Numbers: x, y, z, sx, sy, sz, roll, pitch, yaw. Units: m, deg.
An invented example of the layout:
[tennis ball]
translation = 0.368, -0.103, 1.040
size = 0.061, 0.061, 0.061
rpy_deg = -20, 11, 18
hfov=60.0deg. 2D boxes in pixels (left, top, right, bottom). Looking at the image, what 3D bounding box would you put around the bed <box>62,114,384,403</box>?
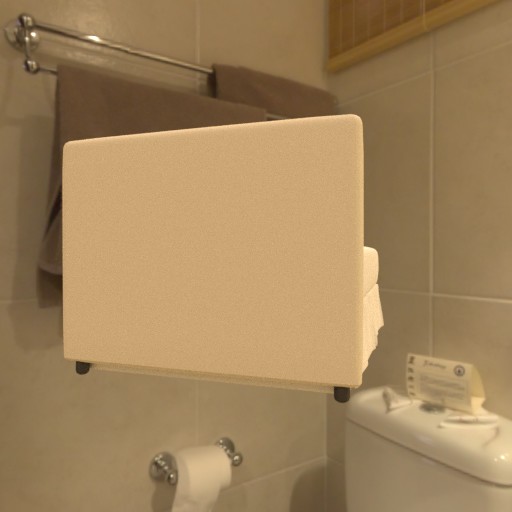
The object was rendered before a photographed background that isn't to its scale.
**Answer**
[bed]
translation = 0.000, 0.000, 3.245
size = 1.714, 1.330, 2.147
rpy_deg = 0, 1, 19
